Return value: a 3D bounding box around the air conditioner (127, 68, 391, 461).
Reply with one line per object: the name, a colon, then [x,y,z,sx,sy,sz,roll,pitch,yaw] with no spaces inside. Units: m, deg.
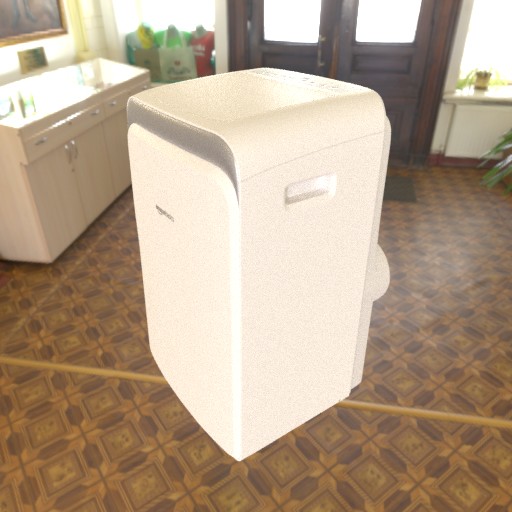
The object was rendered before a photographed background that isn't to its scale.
air conditioner: [0.000,0.000,1.046,0.467,0.765,0.478,-21,37,-30]
